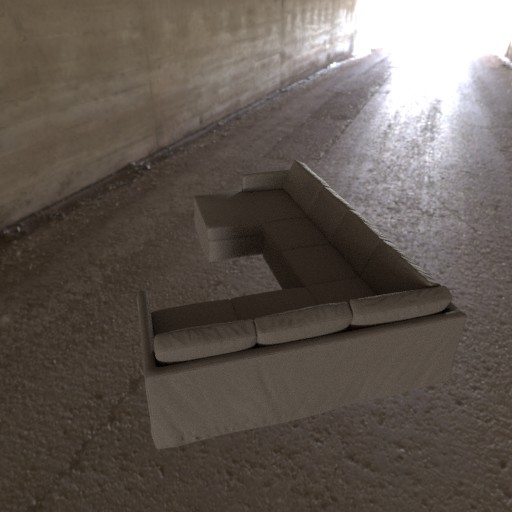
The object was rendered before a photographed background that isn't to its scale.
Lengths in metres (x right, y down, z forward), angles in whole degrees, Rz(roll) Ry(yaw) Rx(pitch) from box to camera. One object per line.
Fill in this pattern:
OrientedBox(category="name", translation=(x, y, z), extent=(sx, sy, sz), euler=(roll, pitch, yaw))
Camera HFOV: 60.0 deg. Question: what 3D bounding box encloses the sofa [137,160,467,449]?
OrientedBox(category="sofa", translation=(0.000, 0.000, 4.650), extent=(2.476, 0.878, 3.528), euler=(-8, 31, -13))
